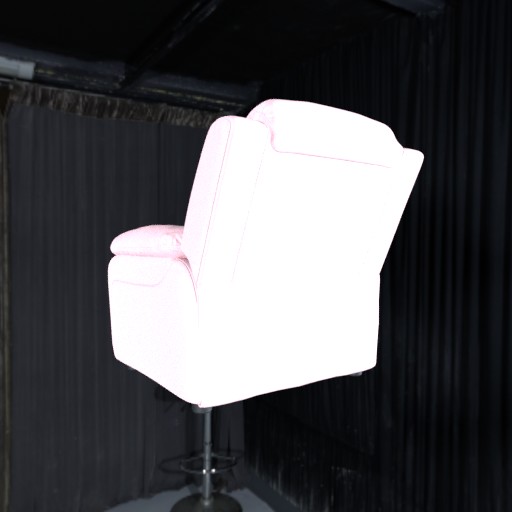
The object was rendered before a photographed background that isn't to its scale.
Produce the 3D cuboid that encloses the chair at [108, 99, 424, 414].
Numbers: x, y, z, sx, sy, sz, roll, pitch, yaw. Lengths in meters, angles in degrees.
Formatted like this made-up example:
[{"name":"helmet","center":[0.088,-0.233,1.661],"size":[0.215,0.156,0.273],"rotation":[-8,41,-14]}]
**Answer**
[{"name":"chair","center":[0.000,0.000,1.275],"size":[0.680,0.702,0.709],"rotation":[-1,2,-34]}]
